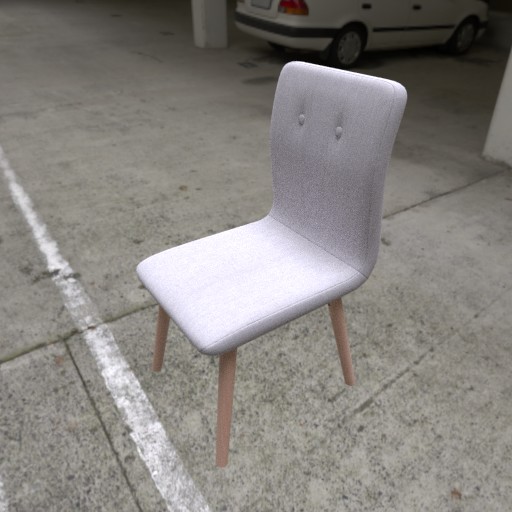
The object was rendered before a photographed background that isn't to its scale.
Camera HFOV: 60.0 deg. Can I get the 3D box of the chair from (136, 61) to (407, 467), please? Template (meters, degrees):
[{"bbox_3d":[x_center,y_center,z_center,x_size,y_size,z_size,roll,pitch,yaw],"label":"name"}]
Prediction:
[{"bbox_3d":[0.000,0.000,1.187,0.550,0.885,0.435,-21,38,-29],"label":"chair"}]
